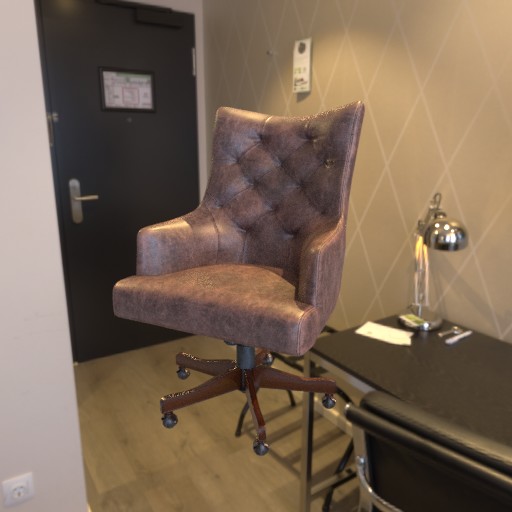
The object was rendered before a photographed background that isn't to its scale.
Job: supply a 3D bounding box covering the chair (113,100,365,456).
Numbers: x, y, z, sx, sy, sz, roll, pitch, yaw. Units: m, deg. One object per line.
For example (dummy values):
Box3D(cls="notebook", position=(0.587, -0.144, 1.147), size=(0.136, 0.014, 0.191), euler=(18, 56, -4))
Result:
Box3D(cls="chair", position=(0.000, 0.000, 1.529), size=(0.641, 1.035, 0.762), euler=(7, 16, 26))
